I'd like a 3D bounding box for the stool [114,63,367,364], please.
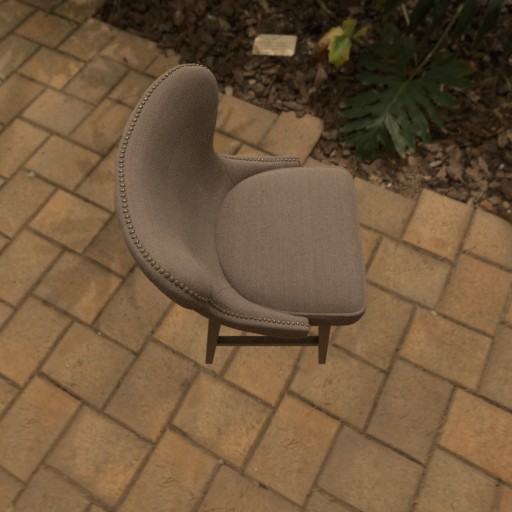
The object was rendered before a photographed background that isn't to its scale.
[{"bbox_3d":[0.000,0.000,1.354,0.597,0.972,0.615,0,64,0],"label":"stool"}]
